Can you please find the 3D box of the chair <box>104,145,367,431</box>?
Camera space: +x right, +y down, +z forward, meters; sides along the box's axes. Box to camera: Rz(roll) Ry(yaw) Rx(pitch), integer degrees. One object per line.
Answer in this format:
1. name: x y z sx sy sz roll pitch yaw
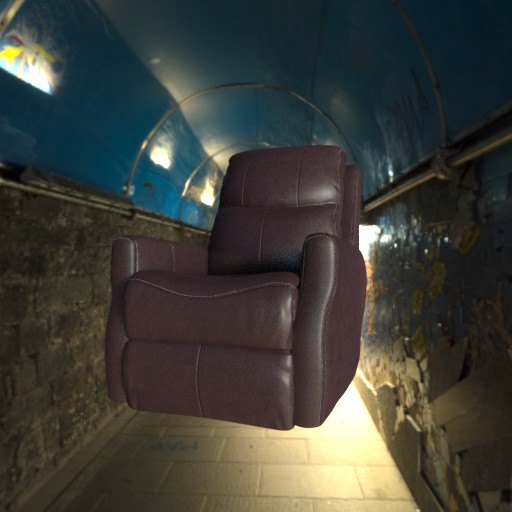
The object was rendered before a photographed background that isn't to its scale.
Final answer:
1. chair: 0.000 0.000 1.775 0.829 1.030 1.080 0 1 19
